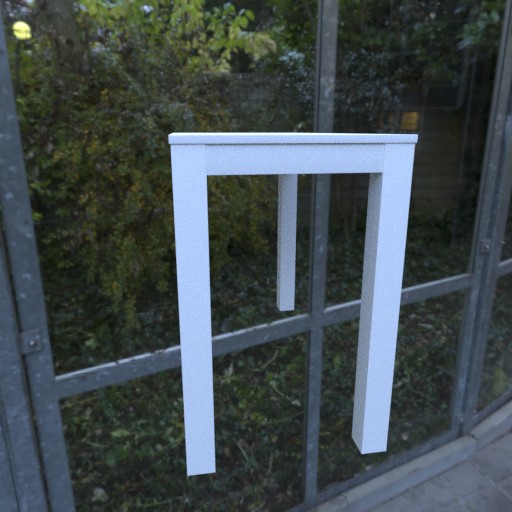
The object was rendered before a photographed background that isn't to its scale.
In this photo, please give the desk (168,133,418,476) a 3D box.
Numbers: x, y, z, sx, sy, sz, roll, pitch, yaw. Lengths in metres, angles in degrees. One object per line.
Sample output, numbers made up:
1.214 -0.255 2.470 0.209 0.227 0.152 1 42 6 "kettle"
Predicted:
0.000 0.000 1.430 0.497 0.762 0.990 -3 16 -9 "desk"
